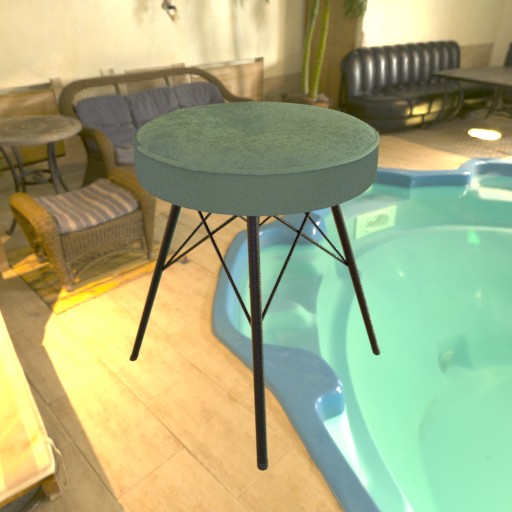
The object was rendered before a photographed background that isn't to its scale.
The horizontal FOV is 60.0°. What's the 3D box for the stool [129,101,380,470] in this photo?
[{"bbox_3d":[0.000,0.000,0.866,0.457,0.519,0.458,-22,36,-33],"label":"stool"}]
